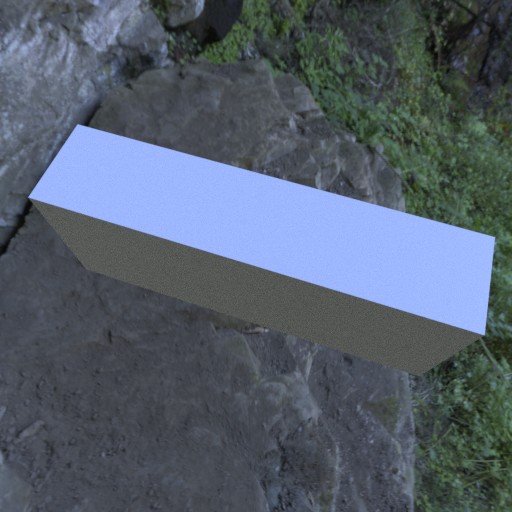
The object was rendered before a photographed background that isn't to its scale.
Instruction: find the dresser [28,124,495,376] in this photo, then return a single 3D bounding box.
[{"bbox_3d":[0.000,0.000,2.508,2.200,0.840,0.500,17,65,8],"label":"dresser"}]
